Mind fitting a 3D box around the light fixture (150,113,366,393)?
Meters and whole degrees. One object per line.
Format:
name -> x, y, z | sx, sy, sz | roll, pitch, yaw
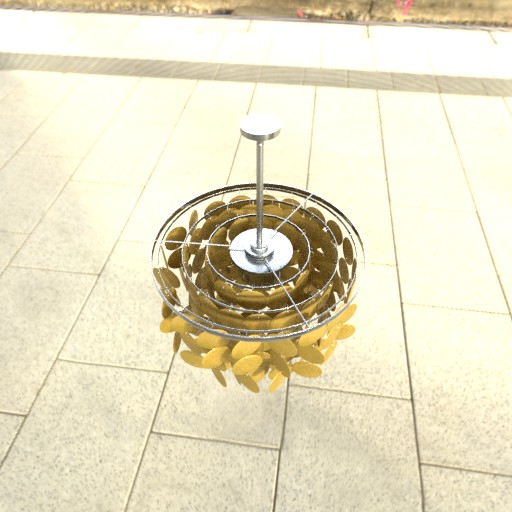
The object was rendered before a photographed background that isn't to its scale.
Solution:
light fixture -> 0.000, 0.000, 0.748 | 0.368, 0.492, 0.368 | 0, 46, 0
